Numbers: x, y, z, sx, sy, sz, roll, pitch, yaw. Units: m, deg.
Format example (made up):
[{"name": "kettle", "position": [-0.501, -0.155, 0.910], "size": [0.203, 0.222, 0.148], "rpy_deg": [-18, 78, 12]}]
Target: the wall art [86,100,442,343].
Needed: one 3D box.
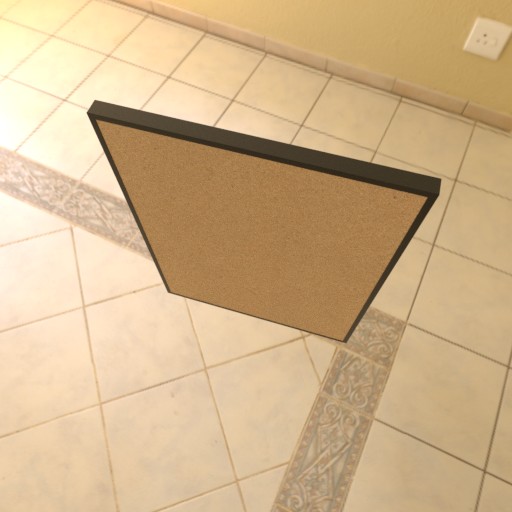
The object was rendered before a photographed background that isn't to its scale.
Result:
[{"name": "wall art", "position": [0.000, 0.000, 1.422], "size": [0.788, 1.046, 0.043], "rpy_deg": [15, 63, 8]}]
